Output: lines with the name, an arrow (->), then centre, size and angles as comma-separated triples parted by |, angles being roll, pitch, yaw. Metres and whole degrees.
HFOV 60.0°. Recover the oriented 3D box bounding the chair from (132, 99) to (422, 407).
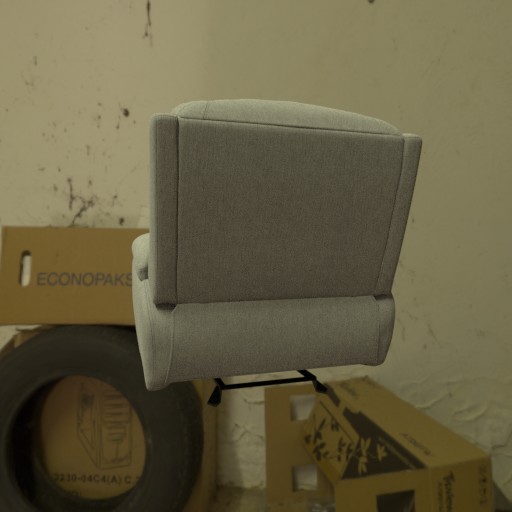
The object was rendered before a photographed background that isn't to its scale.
chair -> 0.000, 0.000, 1.745 | 0.930, 1.011, 0.899 | -1, 2, -18
